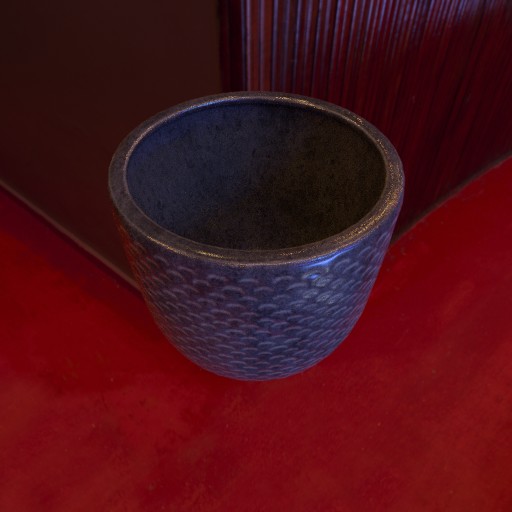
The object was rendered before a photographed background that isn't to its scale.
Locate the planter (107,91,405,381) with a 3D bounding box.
[{"bbox_3d":[0.000,0.000,0.364,0.197,0.191,0.197,0,46,0],"label":"planter"}]
